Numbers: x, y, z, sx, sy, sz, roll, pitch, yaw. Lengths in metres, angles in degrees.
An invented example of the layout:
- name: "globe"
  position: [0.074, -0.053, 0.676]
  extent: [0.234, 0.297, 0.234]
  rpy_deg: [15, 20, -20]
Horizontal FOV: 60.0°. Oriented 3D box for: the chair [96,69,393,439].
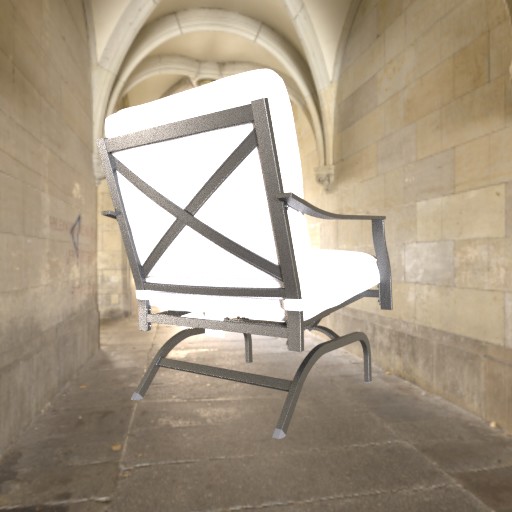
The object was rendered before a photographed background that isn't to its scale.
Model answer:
- name: "chair"
  position: [0.000, 0.000, 1.406]
  extent: [0.650, 0.860, 0.787]
  rpy_deg: [0, -1, 35]
